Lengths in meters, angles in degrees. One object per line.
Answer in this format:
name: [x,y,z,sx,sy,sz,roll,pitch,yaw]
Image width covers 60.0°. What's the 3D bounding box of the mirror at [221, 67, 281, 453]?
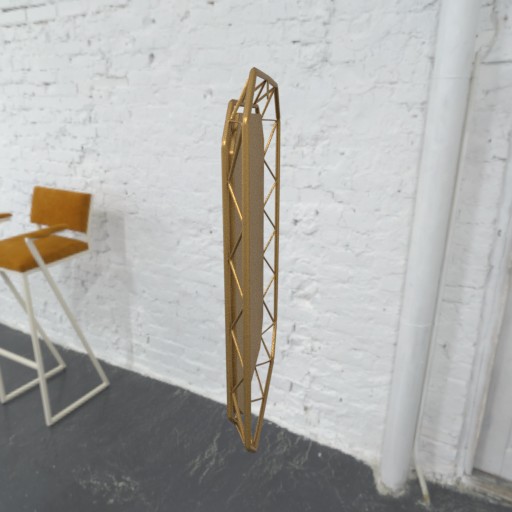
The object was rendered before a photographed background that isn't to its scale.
mirror: [0.000,0.000,0.745,0.042,0.566,0.417,2,18,8]
